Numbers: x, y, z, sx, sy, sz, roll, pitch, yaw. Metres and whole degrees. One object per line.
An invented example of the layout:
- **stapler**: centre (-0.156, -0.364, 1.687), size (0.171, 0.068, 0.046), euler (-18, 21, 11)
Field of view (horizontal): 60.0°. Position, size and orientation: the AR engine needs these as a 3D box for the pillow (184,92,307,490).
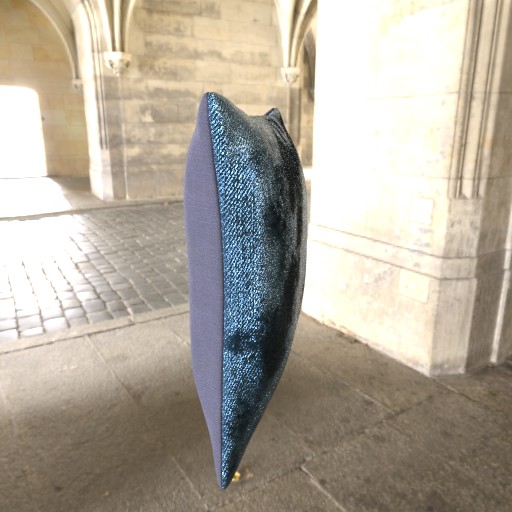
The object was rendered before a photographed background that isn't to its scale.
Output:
- **pillow**: centre (0.000, 0.000, 0.646), size (0.138, 0.430, 0.436), euler (3, 16, 10)
